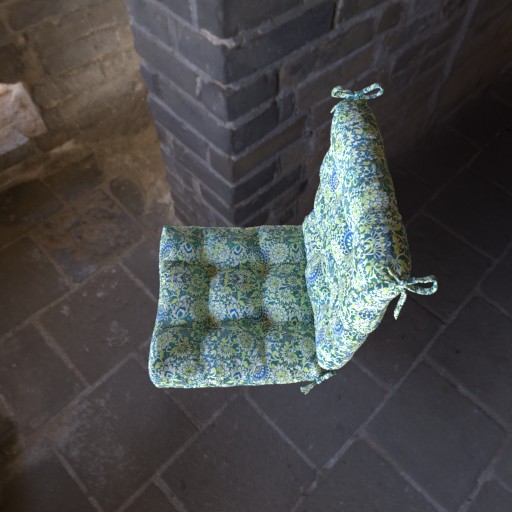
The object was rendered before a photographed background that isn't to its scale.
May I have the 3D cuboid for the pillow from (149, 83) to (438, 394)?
[{"bbox_3d":[0.000,0.000,1.059,0.571,0.605,0.519,-2,59,-1],"label":"pillow"}]
